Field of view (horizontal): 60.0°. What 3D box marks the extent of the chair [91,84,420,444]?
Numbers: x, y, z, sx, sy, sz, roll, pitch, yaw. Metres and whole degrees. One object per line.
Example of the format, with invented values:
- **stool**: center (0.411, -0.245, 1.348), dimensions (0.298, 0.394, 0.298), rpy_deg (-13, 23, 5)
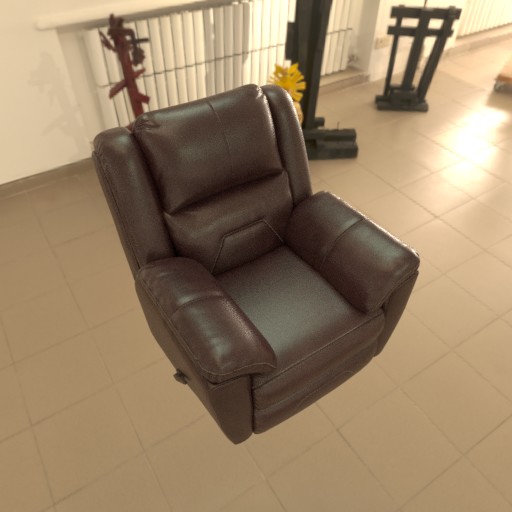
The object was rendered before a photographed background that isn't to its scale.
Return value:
- **chair**: center (0.000, 0.000, 1.903), dimensions (0.990, 1.093, 1.041), rpy_deg (-25, 50, -23)
